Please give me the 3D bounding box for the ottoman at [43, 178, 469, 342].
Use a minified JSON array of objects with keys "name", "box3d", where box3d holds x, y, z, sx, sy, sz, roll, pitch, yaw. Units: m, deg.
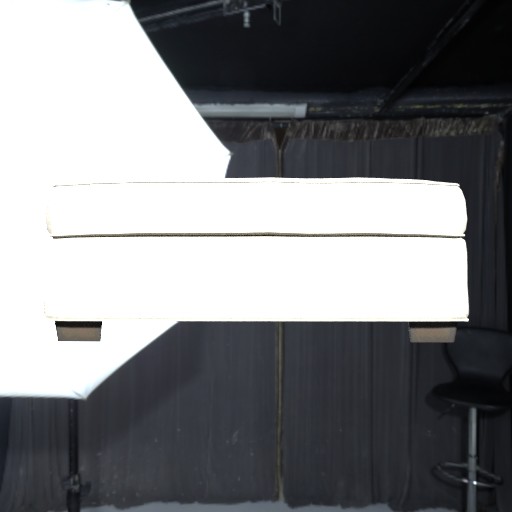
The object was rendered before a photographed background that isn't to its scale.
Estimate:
[{"name":"ottoman","box3d":[0.000,0.000,1.429,1.097,0.448,0.617,0,0,0]}]
